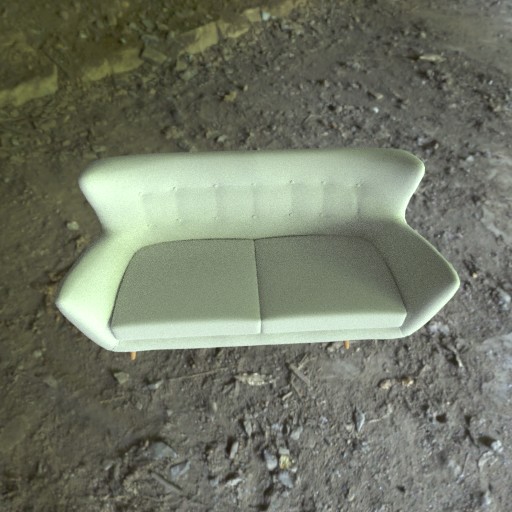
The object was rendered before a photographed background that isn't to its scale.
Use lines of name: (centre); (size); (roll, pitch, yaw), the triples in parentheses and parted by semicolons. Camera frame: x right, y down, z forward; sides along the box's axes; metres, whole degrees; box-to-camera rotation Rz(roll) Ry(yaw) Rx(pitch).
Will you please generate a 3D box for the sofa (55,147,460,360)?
sofa: (0.000, 0.000, 2.481); (1.930, 0.890, 0.899); (-2, 46, -2)
